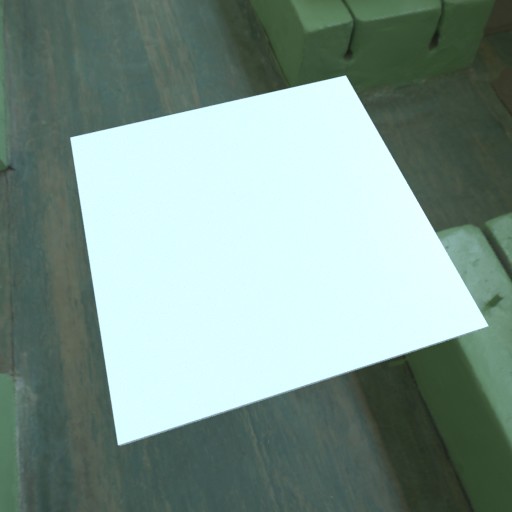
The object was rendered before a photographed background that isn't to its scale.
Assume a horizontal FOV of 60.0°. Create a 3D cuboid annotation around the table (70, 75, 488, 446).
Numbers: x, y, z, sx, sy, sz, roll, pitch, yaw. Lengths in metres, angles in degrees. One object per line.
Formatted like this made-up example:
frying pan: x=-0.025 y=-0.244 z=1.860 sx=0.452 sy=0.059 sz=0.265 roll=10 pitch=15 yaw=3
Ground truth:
table: x=0.000 y=0.000 z=1.037 sx=0.670 sy=0.305 sz=0.670 roll=-15 pitch=64 yaw=-8
